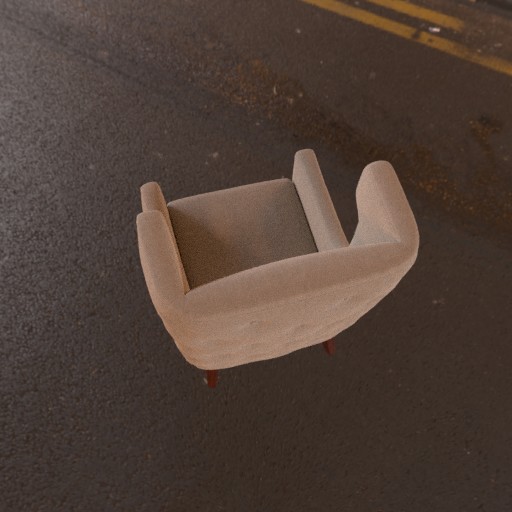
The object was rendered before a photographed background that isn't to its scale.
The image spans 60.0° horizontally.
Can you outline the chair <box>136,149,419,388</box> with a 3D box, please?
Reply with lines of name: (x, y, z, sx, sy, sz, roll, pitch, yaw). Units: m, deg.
chair: (0.000, 0.000, 1.692, 0.778, 1.079, 0.899, -13, 59, -8)
